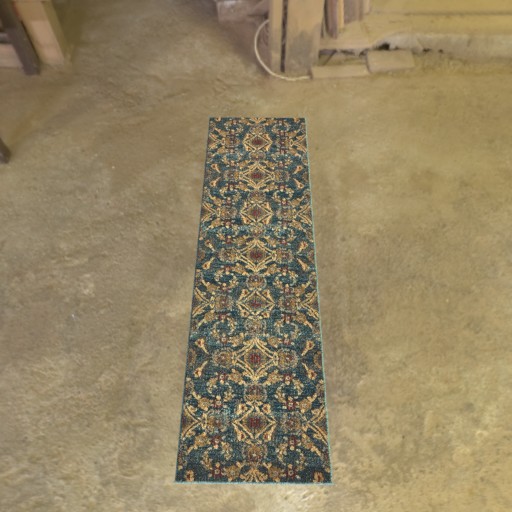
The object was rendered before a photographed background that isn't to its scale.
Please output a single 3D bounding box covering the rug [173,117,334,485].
[{"bbox_3d":[0.000,0.000,2.496,0.685,0.014,2.292,0,58,0],"label":"rug"}]
